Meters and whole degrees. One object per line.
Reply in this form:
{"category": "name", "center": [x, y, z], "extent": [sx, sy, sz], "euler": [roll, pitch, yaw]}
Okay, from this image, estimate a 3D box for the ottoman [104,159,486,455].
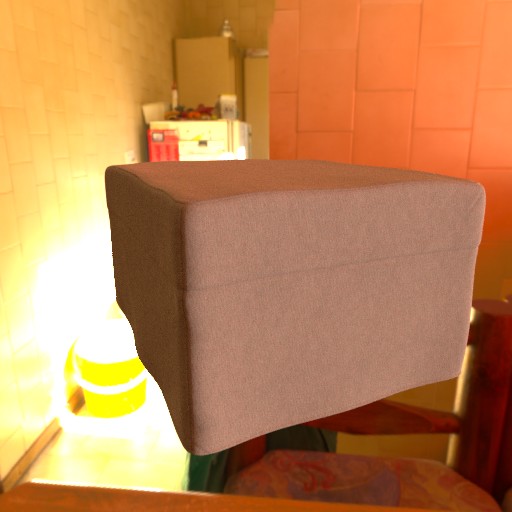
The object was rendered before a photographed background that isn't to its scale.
{"category": "ottoman", "center": [0.000, 0.000, 1.157], "extent": [0.648, 0.461, 0.833], "euler": [-7, 17, -24]}
